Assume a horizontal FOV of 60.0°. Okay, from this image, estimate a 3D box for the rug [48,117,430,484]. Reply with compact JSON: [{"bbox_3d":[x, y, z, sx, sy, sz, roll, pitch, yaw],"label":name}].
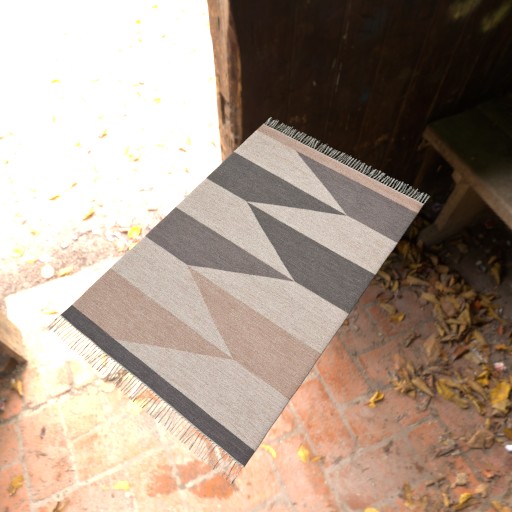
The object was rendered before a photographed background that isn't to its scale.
[{"bbox_3d":[0.000,0.000,2.529,1.224,0.027,2.021,32,63,19],"label":"rug"}]
